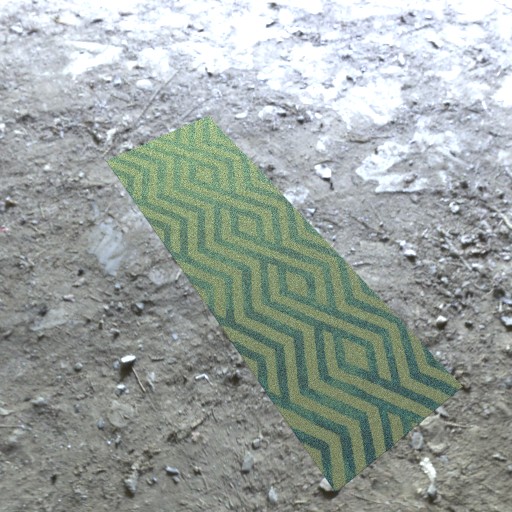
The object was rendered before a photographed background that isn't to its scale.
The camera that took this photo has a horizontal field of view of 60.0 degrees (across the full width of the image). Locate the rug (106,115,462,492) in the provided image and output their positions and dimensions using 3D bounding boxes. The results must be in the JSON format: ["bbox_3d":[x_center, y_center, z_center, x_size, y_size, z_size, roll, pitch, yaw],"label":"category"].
[{"bbox_3d":[0.000,0.000,1.600,0.503,0.007,1.492,-30,62,-18],"label":"rug"}]
